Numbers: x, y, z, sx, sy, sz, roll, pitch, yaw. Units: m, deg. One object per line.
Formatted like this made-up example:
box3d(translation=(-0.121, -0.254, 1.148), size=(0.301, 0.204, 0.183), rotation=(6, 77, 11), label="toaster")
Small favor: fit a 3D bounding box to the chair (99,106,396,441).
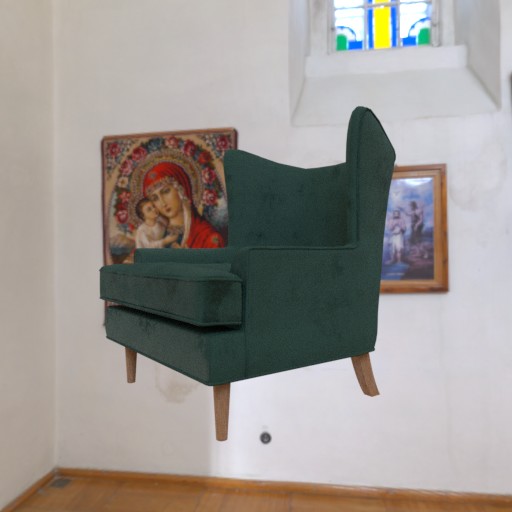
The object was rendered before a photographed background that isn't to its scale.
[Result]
box3d(translation=(0.000, 0.000, 1.618), size=(0.910, 0.952, 0.793), rotation=(0, 1, -37), label="chair")
